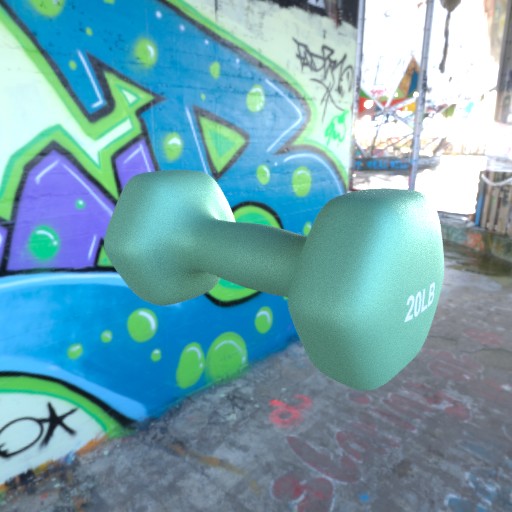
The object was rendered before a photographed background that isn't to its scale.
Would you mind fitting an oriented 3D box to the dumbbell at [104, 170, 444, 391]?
[{"bbox_3d":[0.000,0.000,0.338,0.260,0.117,0.129,14,21,41],"label":"dumbbell"}]
